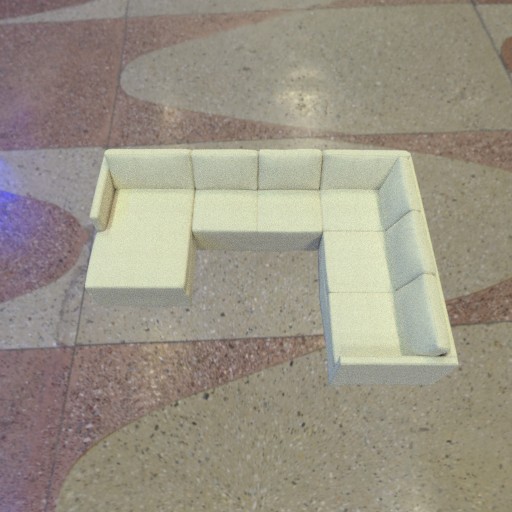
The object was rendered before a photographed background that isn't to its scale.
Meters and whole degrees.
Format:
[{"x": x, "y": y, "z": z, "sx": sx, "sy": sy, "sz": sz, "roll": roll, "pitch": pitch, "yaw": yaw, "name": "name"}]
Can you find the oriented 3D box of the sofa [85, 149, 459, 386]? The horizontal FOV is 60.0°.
[{"x": 0.000, "y": 0.000, "z": 4.568, "sx": 3.464, "sy": 0.882, "sz": 2.448, "roll": 0, "pitch": 60, "yaw": 0, "name": "sofa"}]
